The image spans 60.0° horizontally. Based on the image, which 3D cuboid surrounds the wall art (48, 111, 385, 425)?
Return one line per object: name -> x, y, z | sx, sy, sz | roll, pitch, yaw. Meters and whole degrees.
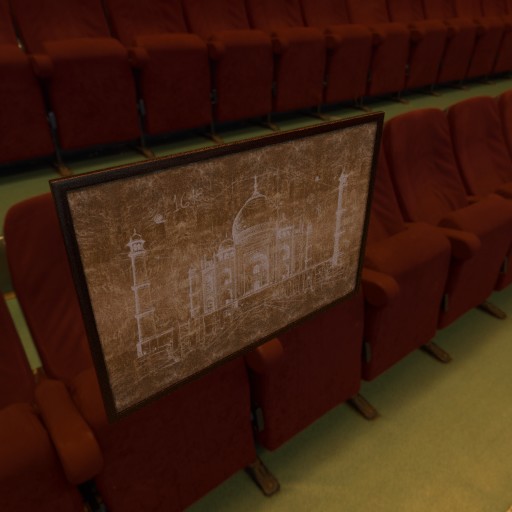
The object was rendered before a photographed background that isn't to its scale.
wall art -> 0.000, 0.000, 1.048 | 0.816, 0.559, 0.014 | -21, 36, -32
